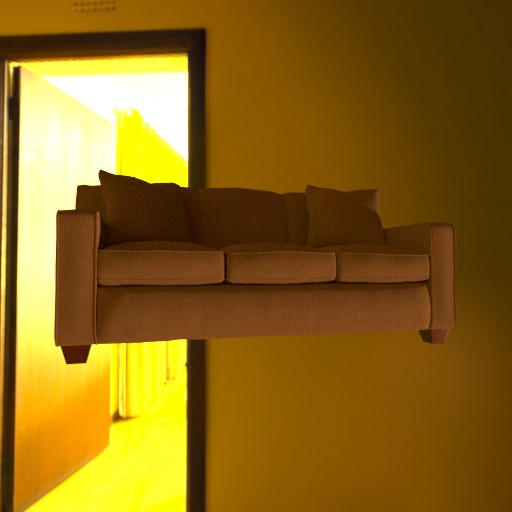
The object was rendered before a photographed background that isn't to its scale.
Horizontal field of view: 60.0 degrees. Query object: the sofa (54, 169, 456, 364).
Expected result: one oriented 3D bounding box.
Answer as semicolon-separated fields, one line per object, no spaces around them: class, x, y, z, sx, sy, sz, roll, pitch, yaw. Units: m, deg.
sofa;0.000;0.000;2.554;2.024;0.958;0.997;1;-2;-17
